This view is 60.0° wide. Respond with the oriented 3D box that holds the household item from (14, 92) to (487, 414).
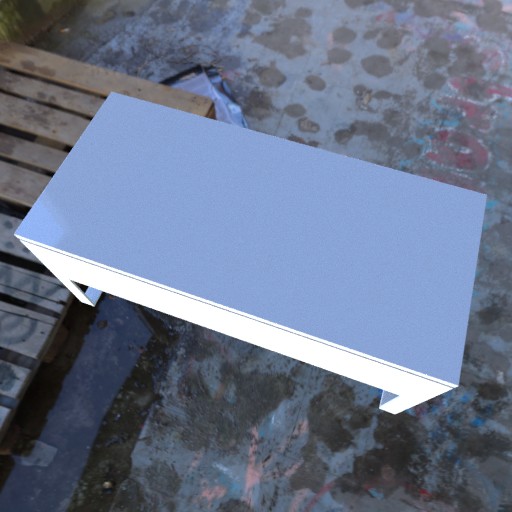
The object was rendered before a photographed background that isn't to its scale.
[{"bbox_3d":[0.000,0.000,2.085,1.700,0.745,0.800,18,65,9],"label":"household item"}]
